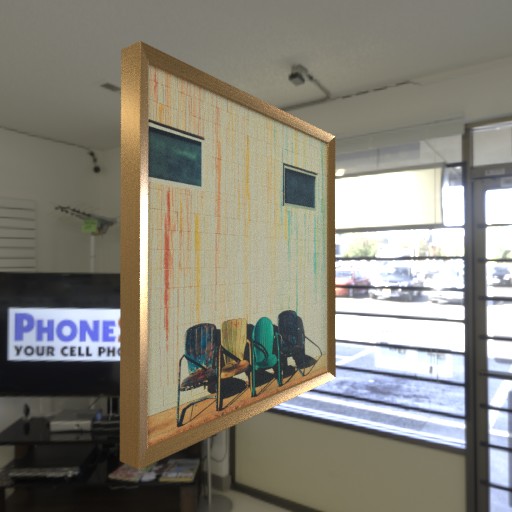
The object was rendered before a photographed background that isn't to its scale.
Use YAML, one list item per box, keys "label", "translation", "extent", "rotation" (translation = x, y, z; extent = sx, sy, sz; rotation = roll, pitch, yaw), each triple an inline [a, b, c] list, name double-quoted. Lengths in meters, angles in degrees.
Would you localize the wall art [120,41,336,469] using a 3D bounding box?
- label: "wall art"
  translation: [0.000, 0.000, 0.734]
  extent: [0.037, 0.505, 0.505]
  rotation: [0, -1, 37]
